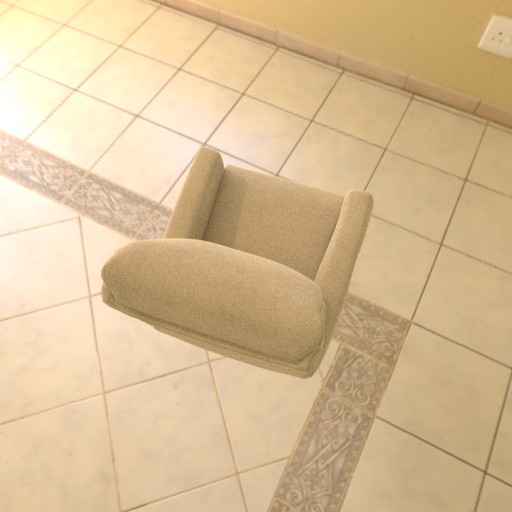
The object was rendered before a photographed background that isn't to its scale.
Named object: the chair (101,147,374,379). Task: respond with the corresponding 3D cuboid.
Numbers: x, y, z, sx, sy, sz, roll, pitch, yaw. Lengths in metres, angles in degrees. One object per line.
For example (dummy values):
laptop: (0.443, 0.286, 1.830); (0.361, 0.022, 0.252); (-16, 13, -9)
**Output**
chair: (0.000, 0.000, 1.722); (0.794, 1.021, 0.940); (17, 64, 8)
